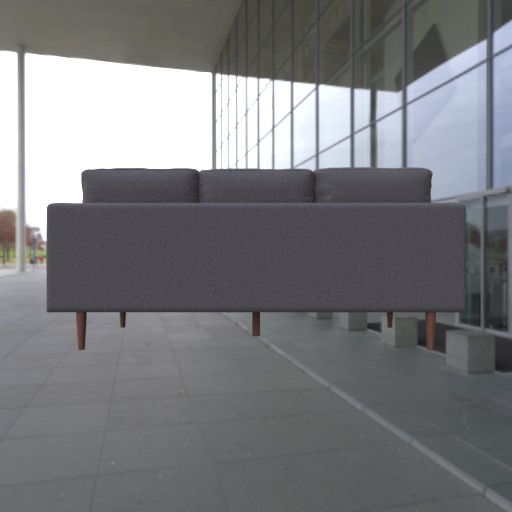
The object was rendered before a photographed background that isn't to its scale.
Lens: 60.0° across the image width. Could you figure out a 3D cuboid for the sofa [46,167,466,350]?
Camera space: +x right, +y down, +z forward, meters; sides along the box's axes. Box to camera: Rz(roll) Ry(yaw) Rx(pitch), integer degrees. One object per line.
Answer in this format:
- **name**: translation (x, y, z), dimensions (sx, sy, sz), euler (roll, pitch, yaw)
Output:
- **sofa**: translation (0.000, 0.000, 2.517), dimensions (2.029, 0.912, 0.802), euler (0, 0, 0)
